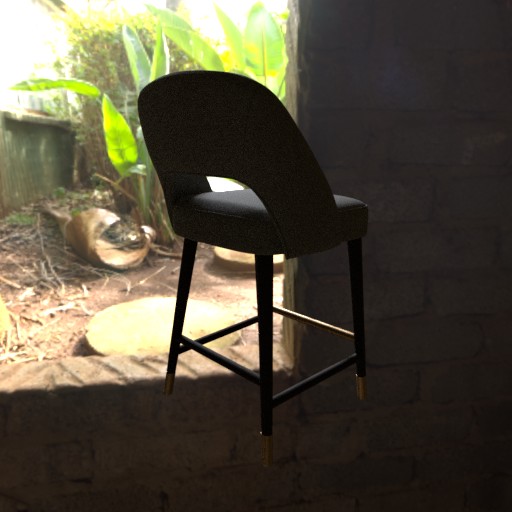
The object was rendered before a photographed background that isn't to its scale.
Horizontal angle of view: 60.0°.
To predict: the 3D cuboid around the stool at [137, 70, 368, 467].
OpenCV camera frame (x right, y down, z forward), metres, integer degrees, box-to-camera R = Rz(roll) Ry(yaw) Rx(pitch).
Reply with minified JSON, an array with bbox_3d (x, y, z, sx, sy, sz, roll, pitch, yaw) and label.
[{"bbox_3d":[0.000,0.000,1.255,0.524,0.925,0.536,-14,20,-42],"label":"stool"}]
